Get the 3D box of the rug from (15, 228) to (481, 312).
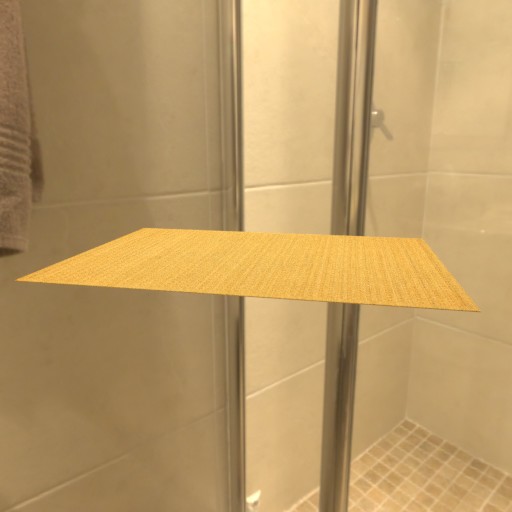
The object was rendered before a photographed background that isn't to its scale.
[{"bbox_3d":[0.000,0.000,3.630,2.895,0.006,1.981,3,14,11],"label":"rug"}]
